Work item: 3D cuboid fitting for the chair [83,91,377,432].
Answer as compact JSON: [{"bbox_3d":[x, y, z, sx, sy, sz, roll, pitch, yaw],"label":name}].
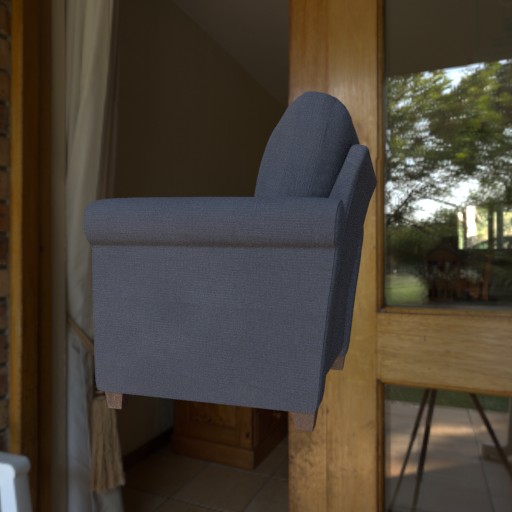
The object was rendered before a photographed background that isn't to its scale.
[{"bbox_3d":[0.000,0.000,1.610,0.828,0.942,0.867,0,0,18],"label":"chair"}]
